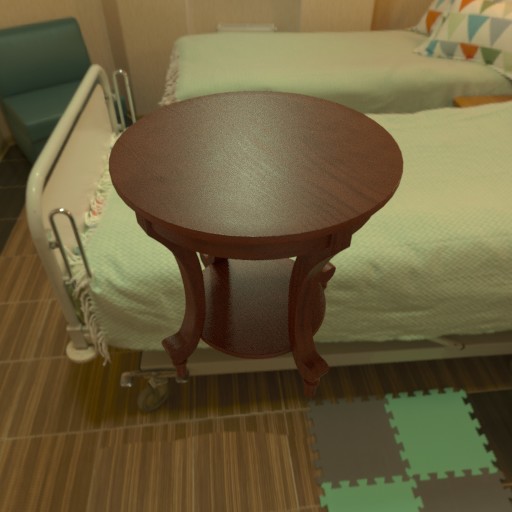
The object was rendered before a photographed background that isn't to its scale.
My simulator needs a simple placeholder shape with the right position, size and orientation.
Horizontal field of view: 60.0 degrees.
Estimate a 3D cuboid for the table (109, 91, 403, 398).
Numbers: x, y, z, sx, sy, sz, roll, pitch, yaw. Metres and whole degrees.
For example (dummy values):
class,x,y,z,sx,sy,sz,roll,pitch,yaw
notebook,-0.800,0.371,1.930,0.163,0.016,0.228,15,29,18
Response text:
class,x,y,z,sx,sy,sz,roll,pitch,yaw
table,0.000,0.000,1.125,0.597,0.612,0.597,0,42,0
